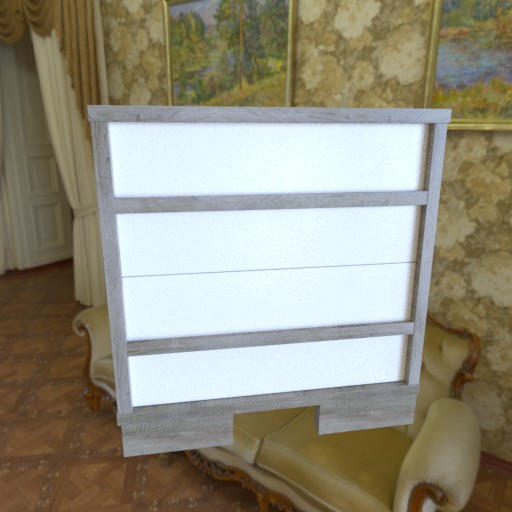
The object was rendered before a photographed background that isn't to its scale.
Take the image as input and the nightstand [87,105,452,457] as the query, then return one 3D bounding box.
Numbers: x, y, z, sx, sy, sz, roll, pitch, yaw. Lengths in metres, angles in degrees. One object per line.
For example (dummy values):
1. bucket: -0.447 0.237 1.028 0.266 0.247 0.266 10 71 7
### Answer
1. nightstand: 0.000 0.000 0.732 0.427 0.448 0.347 -3 16 -9
